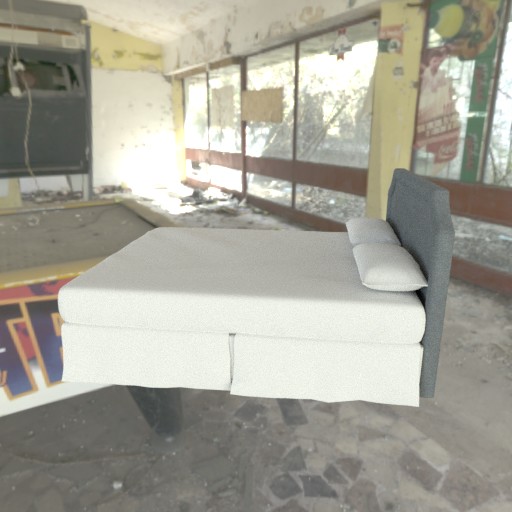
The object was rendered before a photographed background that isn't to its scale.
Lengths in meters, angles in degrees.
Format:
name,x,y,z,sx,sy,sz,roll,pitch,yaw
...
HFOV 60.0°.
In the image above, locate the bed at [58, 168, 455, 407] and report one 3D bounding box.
name,x,y,z,sx,sy,sz,roll,pitch,yaw
bed,0.000,0.000,3.578,2.464,1.306,1.977,2,16,7
